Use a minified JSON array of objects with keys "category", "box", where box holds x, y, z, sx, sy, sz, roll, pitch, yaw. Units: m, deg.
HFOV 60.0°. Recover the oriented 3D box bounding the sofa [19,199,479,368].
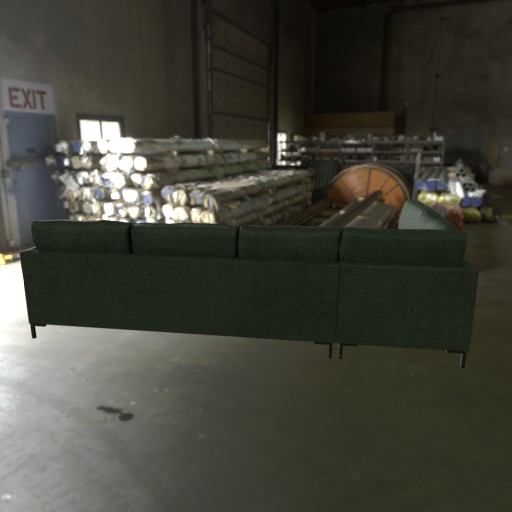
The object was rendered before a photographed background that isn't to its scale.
[{"category":"sofa","box":[0.000,0.000,4.205,3.384,0.996,2.048,2,15,8]}]
